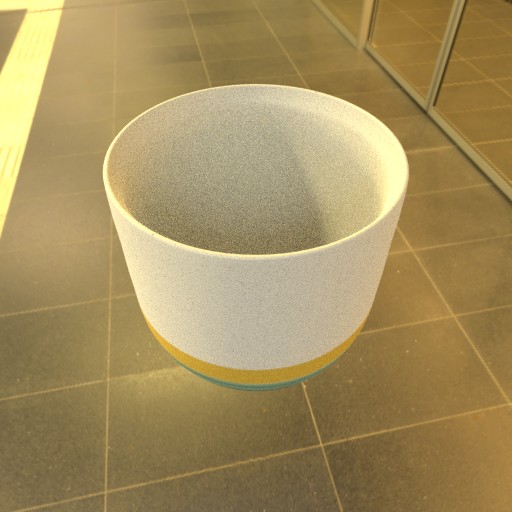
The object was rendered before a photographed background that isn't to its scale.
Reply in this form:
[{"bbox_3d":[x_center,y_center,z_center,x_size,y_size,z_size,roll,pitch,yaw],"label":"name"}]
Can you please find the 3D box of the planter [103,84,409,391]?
[{"bbox_3d":[0.000,0.000,0.491,0.268,0.270,0.268,0,46,0],"label":"planter"}]
